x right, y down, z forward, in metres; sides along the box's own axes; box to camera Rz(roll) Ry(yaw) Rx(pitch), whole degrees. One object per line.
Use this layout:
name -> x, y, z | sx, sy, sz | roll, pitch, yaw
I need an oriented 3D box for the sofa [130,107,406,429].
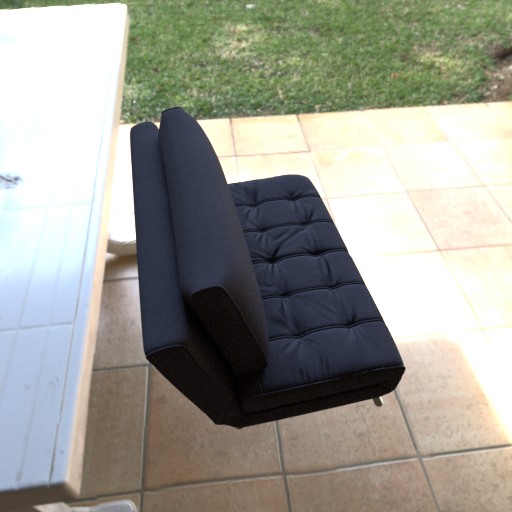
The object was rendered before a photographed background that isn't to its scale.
sofa -> 0.000, 0.000, 1.915 | 0.910, 0.910, 1.220 | -9, 48, -9
